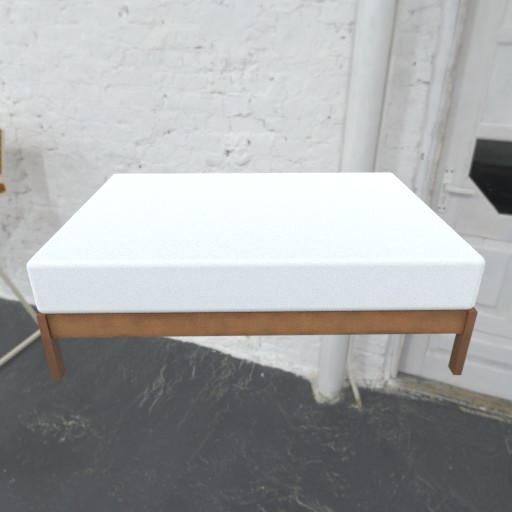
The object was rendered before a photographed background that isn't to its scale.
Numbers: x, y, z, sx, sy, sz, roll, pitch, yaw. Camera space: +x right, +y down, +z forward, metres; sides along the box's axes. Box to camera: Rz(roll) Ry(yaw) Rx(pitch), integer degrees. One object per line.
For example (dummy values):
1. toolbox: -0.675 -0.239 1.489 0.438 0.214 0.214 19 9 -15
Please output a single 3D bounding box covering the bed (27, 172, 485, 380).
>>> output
1. bed: 0.000 0.000 2.560 1.927 0.616 1.348 0 26 -1
